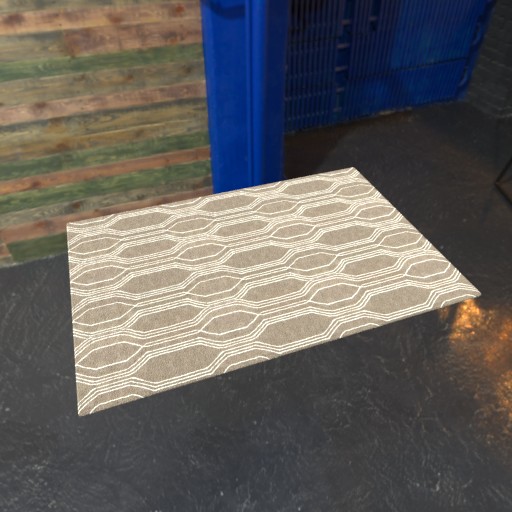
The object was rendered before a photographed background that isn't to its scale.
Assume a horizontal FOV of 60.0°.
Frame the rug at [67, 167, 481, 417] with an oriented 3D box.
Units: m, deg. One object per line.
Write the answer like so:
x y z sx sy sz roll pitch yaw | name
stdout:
0.000 0.000 2.304 1.836 0.012 1.239 -13 44 -15 | rug
